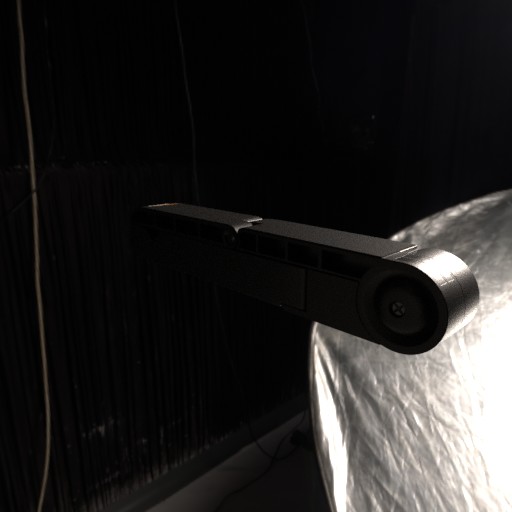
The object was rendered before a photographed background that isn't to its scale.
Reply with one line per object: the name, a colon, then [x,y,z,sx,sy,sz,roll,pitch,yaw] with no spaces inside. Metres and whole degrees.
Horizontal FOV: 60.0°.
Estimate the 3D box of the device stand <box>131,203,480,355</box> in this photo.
device stand: [0.000,0.000,0.195,0.026,0.030,0.179,-14,20,-43]
